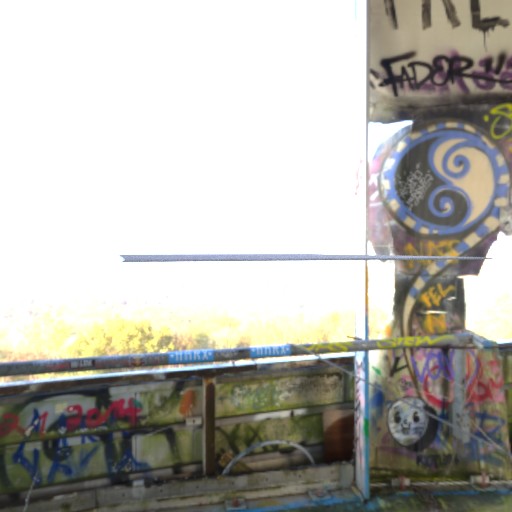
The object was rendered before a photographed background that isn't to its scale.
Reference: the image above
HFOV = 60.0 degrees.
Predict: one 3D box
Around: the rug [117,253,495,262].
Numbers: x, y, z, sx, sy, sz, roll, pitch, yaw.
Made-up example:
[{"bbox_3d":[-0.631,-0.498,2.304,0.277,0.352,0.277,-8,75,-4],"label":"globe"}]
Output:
[{"bbox_3d":[0.000,0.000,3.984,2.363,0.012,2.980,0,1,-18],"label":"rug"}]
